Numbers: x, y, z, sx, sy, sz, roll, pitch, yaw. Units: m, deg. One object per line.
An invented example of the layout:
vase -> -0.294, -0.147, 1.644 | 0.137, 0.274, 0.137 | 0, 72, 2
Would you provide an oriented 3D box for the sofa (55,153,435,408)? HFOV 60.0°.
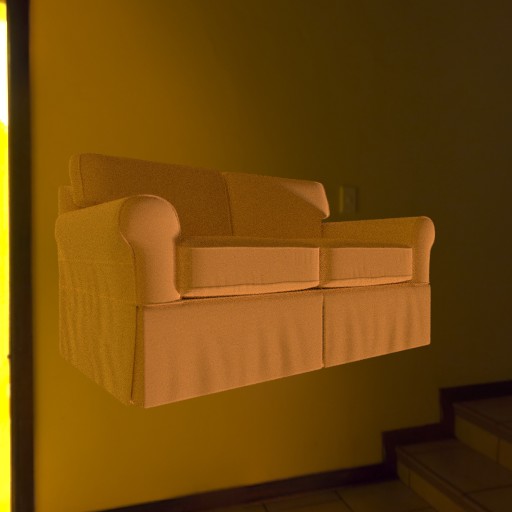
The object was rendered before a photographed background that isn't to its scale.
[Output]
sofa -> 0.000, 0.000, 2.217 | 1.727, 0.940, 0.991 | -1, 1, -37
